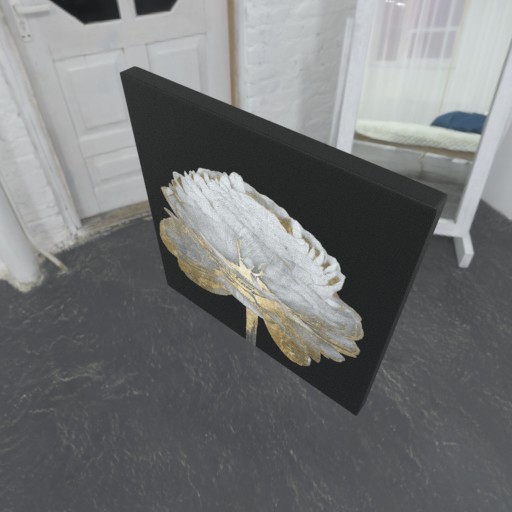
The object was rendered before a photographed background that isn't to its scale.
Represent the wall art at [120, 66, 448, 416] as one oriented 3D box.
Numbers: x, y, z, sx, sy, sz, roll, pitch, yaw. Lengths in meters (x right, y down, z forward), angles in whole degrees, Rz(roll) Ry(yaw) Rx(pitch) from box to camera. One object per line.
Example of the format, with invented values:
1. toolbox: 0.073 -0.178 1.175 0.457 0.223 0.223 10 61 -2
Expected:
1. wall art: 0.000 0.000 0.912 0.610 0.611 0.043 30 54 25
